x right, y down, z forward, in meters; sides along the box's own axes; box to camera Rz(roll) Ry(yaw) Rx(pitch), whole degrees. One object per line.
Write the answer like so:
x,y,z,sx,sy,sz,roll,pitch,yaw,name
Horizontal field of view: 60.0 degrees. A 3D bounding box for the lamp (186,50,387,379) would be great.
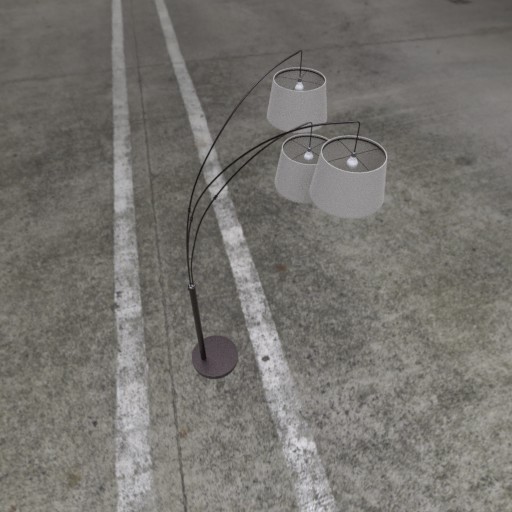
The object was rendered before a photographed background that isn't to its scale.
0.000,0.000,2.482,0.924,1.950,0.951,-10,48,-9,lamp
